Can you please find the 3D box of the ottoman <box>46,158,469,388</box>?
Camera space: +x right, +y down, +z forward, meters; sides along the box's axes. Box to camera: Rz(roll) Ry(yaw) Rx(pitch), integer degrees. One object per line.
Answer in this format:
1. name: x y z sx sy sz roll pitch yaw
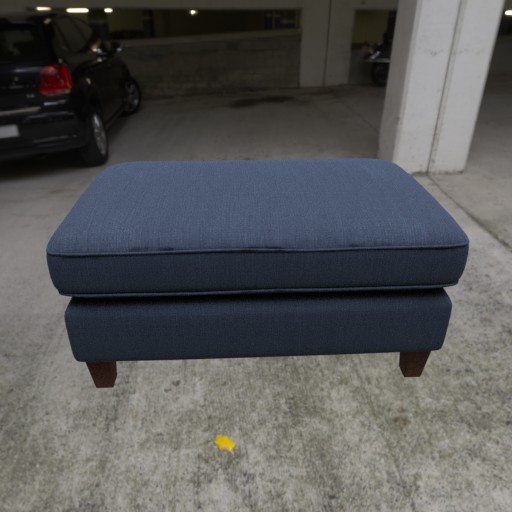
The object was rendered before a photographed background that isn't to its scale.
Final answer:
1. ottoman: 0.000 0.000 1.203 0.885 0.438 0.570 -1 29 -2
